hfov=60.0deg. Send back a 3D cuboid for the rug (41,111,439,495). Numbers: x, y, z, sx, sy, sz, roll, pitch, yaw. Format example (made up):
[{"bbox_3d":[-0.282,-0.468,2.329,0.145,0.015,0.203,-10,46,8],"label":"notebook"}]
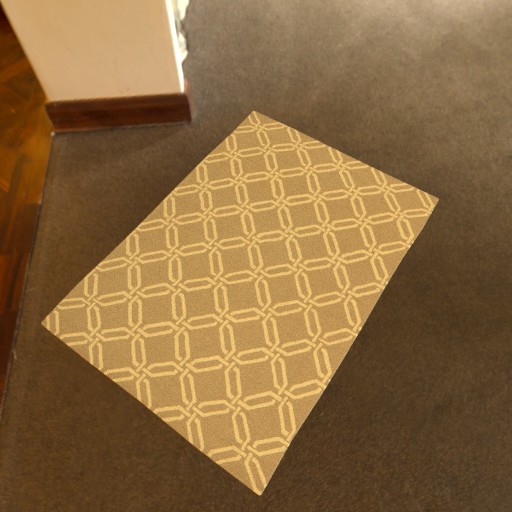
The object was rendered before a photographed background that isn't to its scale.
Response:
[{"bbox_3d":[0.000,0.000,2.735,1.524,0.013,2.135,31,64,17],"label":"rug"}]
